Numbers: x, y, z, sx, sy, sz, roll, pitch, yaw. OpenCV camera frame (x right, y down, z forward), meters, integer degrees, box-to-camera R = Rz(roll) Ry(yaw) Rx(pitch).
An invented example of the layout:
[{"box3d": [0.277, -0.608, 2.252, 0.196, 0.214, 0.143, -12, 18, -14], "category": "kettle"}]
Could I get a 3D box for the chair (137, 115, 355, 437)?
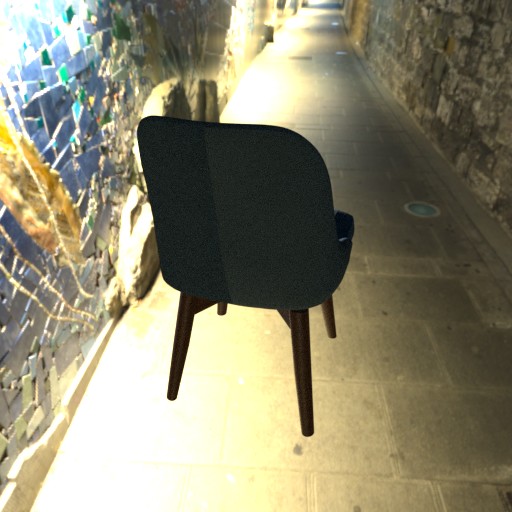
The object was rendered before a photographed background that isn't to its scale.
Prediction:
[{"box3d": [0.000, 0.000, 1.229, 0.503, 0.882, 0.589, 9, 33, 15], "category": "chair"}]
